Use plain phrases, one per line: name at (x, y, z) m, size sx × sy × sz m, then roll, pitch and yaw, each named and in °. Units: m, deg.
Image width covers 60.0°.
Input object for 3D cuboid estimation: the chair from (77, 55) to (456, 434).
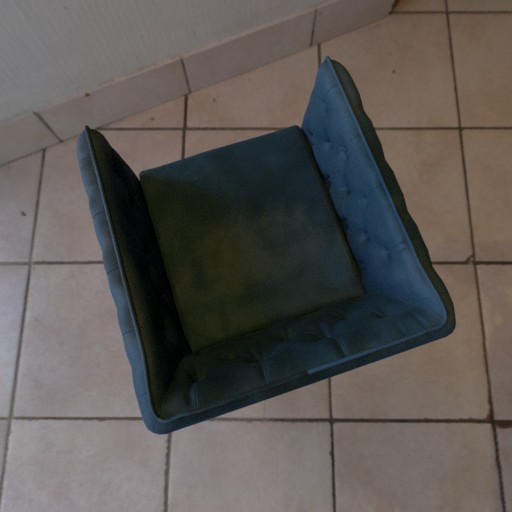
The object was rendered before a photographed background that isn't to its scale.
chair at (0.000, 0.000, 1.543) m, size 0.868 × 0.771 × 0.877 m, roll -18°, pitch 77°, yaw -4°
